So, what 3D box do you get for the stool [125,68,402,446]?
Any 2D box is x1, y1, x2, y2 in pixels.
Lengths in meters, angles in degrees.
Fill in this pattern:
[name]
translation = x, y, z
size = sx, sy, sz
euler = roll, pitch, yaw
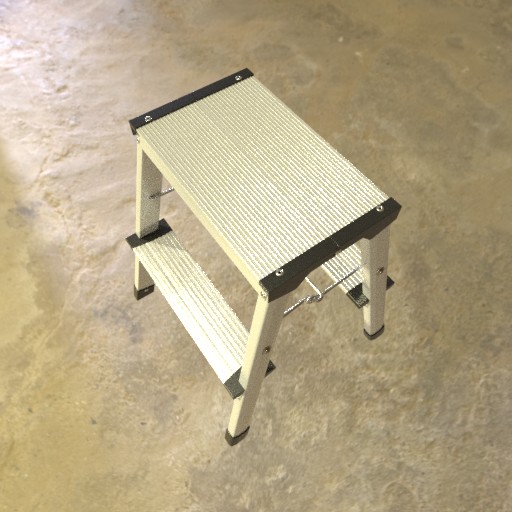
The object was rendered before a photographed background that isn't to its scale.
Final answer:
[stool]
translation = 0.000, 0.000, 0.785
size = 0.405, 0.480, 0.404
euler = -31, 63, -18
